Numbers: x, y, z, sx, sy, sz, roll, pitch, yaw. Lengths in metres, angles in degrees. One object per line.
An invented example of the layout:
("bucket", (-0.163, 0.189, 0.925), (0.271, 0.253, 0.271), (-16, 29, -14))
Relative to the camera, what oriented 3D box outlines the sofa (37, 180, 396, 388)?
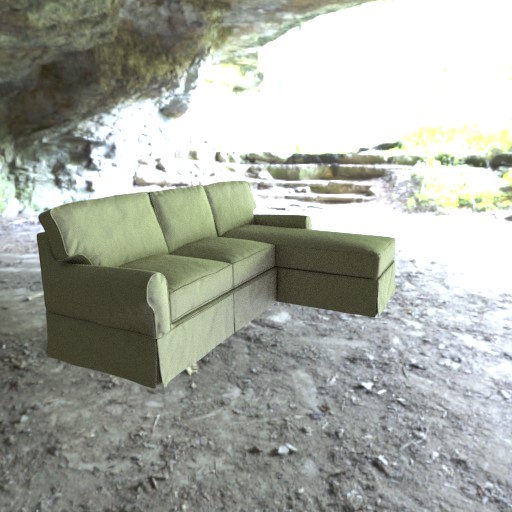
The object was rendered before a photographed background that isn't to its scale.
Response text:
("sofa", (0.000, 0.000, 3.334), (1.733, 0.978, 2.475), (7, 15, 26))
